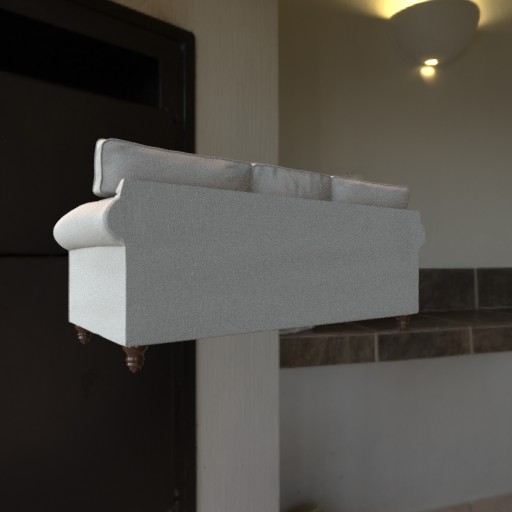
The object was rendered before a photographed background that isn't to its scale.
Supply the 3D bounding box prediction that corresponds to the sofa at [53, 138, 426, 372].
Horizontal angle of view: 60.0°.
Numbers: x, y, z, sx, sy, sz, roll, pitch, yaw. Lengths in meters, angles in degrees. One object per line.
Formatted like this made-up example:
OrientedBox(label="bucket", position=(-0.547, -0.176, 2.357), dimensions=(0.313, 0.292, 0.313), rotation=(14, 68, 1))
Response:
OrientedBox(label="sofa", position=(0.000, 0.000, 2.627), dimensions=(2.084, 0.961, 0.916), rotation=(0, -1, -36))
